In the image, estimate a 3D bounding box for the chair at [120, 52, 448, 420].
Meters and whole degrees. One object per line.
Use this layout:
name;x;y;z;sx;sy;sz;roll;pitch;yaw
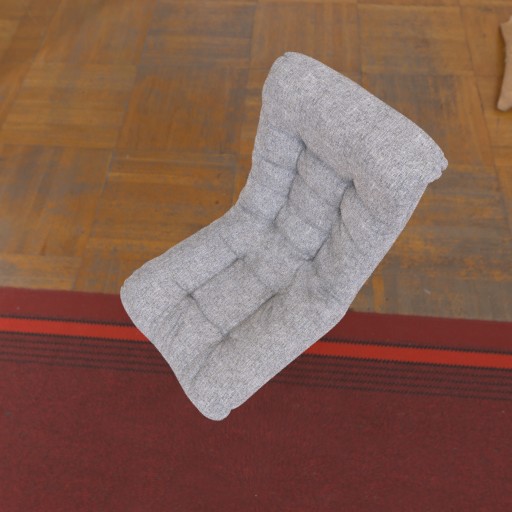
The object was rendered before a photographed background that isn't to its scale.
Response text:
chair;0.000;0.000;0.974;0.583;0.600;0.400;-37;68;-18
